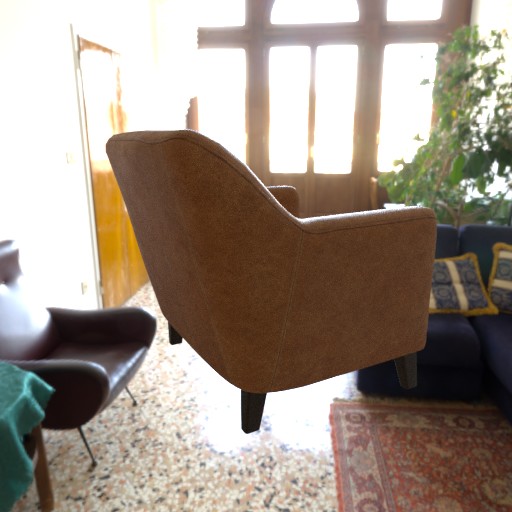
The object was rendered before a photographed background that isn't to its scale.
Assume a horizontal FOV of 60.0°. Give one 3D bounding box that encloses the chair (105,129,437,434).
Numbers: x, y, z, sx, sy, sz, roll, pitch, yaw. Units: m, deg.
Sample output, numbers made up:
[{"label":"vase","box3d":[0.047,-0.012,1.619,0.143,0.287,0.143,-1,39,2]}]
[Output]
[{"label":"chair","box3d":[0.000,0.000,1.819,1.034,0.980,1.037,-8,16,-28]}]
